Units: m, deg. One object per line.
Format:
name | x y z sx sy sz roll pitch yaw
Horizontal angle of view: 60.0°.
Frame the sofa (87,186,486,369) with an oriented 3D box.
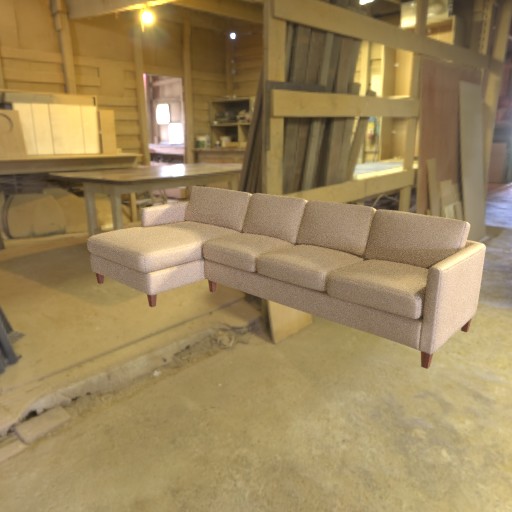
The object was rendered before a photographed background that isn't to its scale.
sofa | 0.000 0.000 3.777 3.201 0.876 1.502 14 21 41
